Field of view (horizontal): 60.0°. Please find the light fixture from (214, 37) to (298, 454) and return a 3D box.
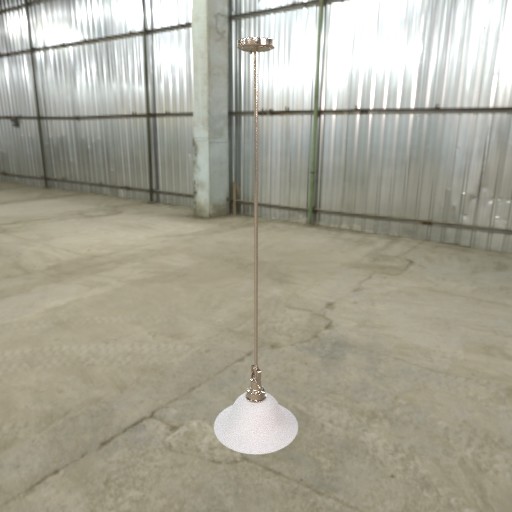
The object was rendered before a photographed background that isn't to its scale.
[{"bbox_3d":[0.000,0.000,1.526,0.324,1.354,0.324,-7,17,-25],"label":"light fixture"}]
